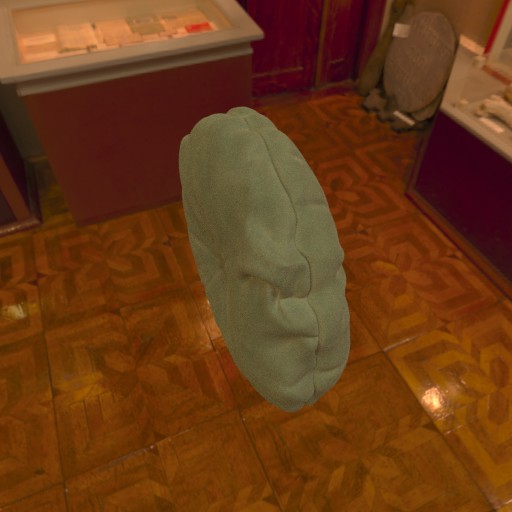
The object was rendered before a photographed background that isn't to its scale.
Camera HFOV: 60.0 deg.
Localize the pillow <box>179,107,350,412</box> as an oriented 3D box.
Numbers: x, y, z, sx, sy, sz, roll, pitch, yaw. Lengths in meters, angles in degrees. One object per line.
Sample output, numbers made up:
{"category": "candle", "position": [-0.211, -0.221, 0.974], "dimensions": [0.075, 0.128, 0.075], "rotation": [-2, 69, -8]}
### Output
{"category": "pillow", "position": [0.000, 0.000, 0.645], "dimensions": [0.148, 0.407, 0.428], "rotation": [-16, 50, -14]}
